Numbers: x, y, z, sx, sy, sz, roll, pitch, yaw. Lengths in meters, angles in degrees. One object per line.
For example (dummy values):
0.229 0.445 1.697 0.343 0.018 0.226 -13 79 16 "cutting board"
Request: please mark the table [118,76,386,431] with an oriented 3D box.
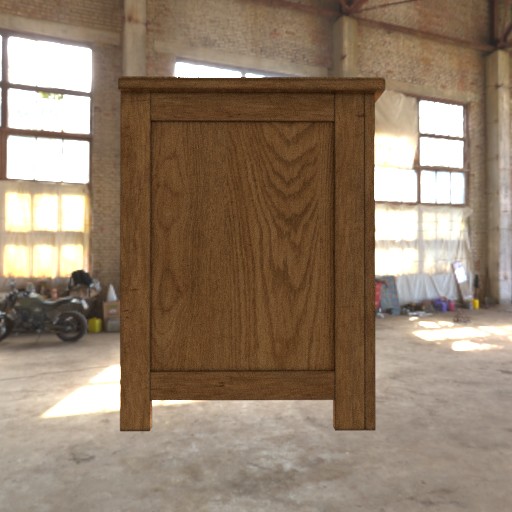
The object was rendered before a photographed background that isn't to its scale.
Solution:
0.000 0.000 1.075 0.494 0.625 0.601 0 0 -1 "table"
